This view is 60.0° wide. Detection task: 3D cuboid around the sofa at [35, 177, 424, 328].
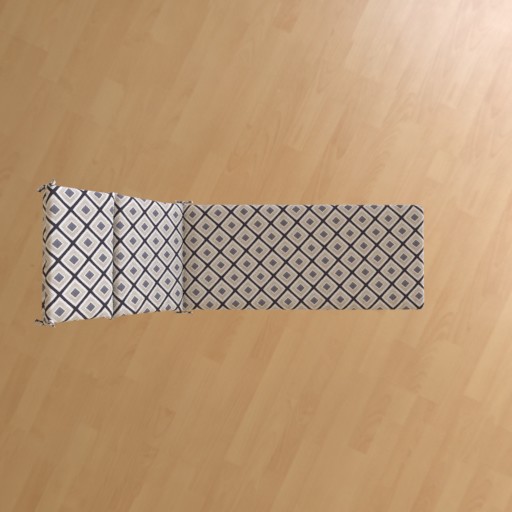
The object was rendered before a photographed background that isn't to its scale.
[{"bbox_3d":[0.000,0.000,1.943,1.663,0.622,0.582,0,89,0],"label":"sofa"}]
